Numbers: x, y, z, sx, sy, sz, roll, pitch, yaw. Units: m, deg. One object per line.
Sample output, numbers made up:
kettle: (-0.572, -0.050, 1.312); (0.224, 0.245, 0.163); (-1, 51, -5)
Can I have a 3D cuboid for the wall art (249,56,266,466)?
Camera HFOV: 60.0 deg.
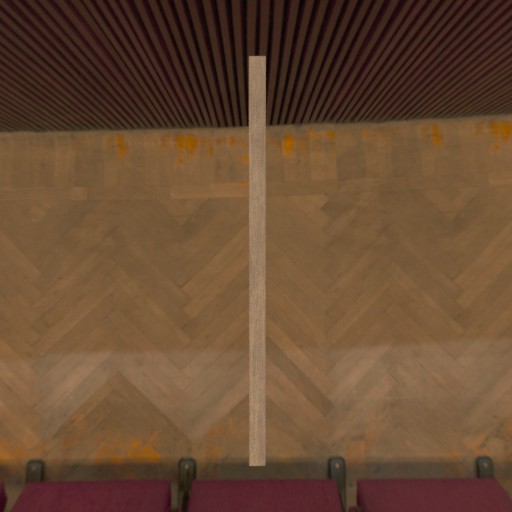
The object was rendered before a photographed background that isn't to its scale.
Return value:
wall art: (0.000, 0.000, 0.826); (0.020, 0.613, 0.481); (0, 92, 0)
